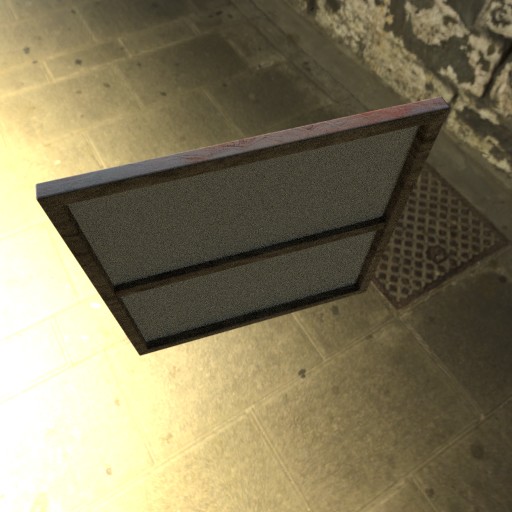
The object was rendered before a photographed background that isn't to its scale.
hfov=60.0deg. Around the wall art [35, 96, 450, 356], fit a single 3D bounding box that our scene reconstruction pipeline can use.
[{"bbox_3d":[0.000,0.000,1.090,0.747,0.747,0.035,-15,59,-9],"label":"wall art"}]
